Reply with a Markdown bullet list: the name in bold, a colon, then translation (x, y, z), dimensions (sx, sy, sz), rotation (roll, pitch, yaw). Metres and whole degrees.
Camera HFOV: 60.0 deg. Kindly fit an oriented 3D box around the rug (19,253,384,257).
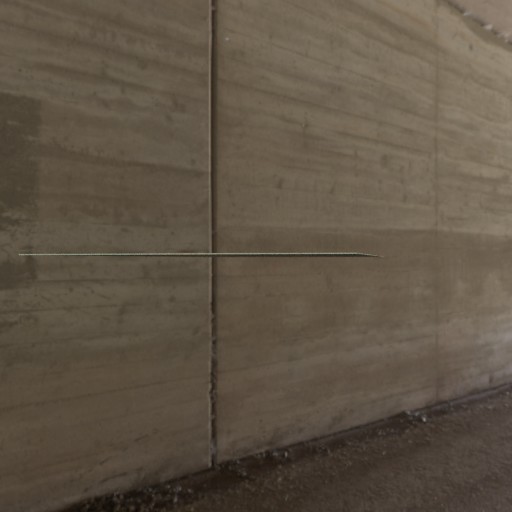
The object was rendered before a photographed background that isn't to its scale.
- **rug**: translation (0.000, 0.000, 2.904), dimensions (1.566, 0.004, 2.363), rotation (0, 0, 19)
